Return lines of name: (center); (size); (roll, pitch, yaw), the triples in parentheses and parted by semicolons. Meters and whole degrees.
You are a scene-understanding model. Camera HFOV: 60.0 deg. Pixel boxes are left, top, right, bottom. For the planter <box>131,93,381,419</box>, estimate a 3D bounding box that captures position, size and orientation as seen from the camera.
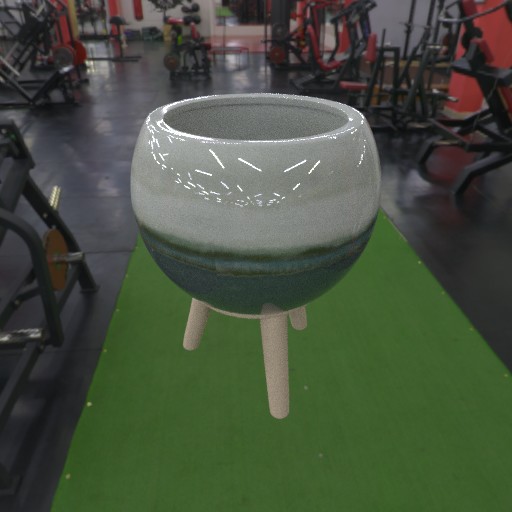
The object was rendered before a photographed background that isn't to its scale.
planter: (0.000, 0.000, 0.442); (0.222, 0.278, 0.222); (0, 30, 0)
